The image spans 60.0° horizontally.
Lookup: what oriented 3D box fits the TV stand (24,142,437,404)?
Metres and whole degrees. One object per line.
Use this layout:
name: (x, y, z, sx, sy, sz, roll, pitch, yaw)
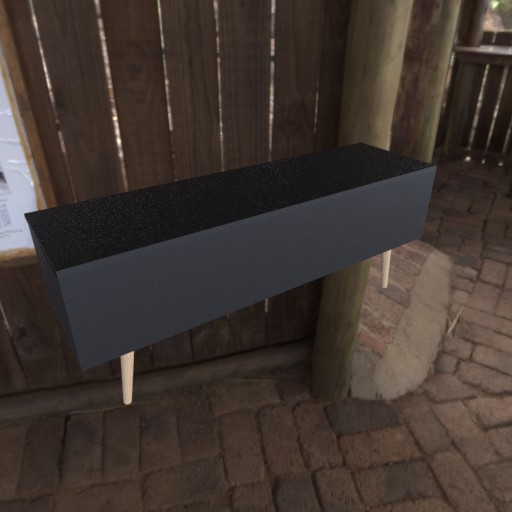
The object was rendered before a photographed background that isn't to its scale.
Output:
TV stand: (0.000, 0.000, 1.546, 1.312, 0.518, 0.390, -18, 34, -29)
